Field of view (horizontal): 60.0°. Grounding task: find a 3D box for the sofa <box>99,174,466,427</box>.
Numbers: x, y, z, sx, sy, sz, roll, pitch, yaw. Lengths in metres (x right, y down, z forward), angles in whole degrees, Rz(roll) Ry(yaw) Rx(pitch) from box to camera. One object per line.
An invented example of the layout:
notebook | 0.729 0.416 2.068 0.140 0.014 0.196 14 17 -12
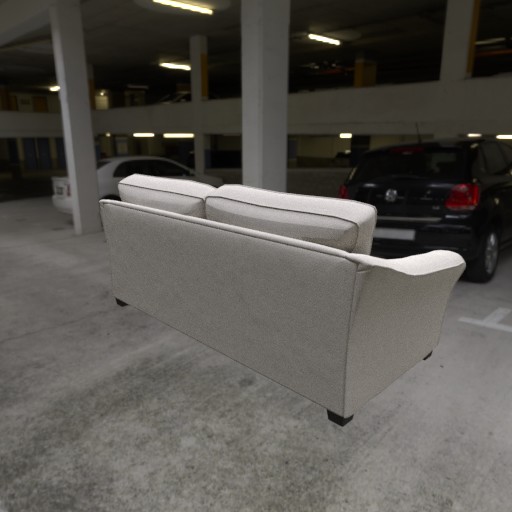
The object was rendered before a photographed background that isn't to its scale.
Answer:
sofa | 0.000 0.000 2.797 0.980 0.965 2.270 -15 21 -43
